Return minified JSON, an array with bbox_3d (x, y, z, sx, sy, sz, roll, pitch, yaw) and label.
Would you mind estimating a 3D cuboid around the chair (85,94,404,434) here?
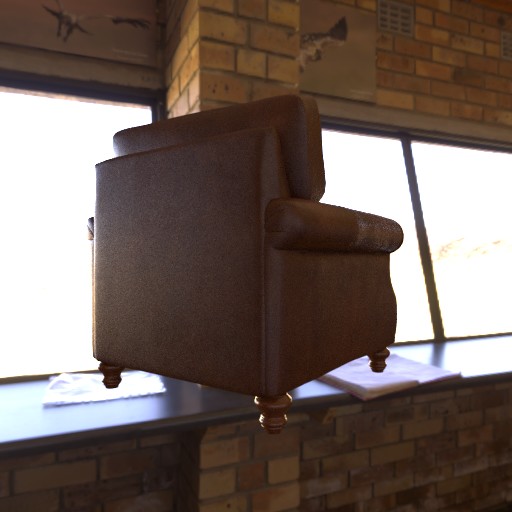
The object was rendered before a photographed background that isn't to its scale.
[{"bbox_3d":[0.000,0.000,1.773,0.989,0.972,0.992,0,0,36],"label":"chair"}]
